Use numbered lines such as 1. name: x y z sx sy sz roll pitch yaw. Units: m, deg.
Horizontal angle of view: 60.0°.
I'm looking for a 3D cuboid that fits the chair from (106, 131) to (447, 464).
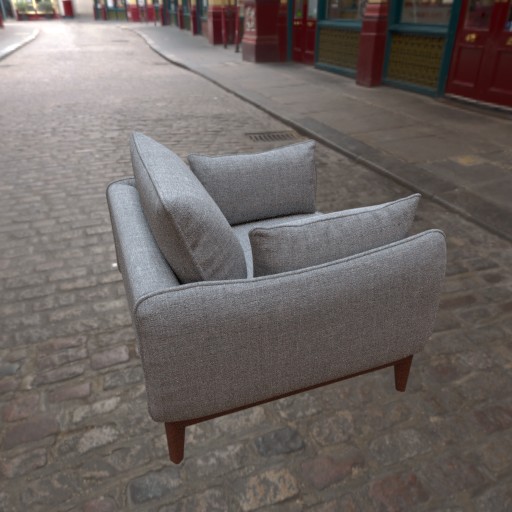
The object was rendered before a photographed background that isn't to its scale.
1. chair: 0.000 0.000 1.662 0.976 0.839 0.993 -10 31 -18
